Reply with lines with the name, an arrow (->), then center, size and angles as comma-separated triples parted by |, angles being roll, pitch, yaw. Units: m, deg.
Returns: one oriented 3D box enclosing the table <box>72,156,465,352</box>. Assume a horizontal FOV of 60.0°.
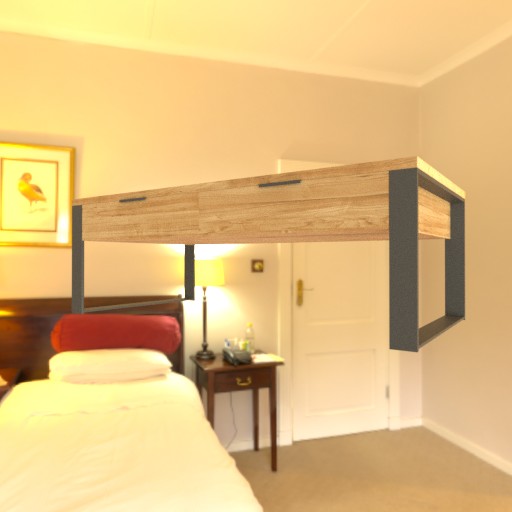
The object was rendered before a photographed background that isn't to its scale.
table -> 0.000, 0.000, 1.469 | 1.180, 0.400, 0.590 | 0, 0, 34
